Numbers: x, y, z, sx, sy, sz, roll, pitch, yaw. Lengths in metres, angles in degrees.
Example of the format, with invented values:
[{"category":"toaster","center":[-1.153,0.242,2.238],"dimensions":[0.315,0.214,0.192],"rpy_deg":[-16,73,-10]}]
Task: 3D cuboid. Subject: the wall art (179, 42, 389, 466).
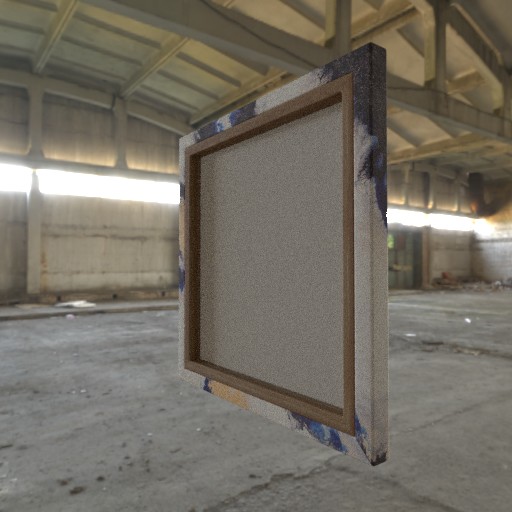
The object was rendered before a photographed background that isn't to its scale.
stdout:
[{"category":"wall art","center":[0.000,0.000,0.888],"dimensions":[0.039,0.609,0.609],"rpy_deg":[1,-2,-36]}]
